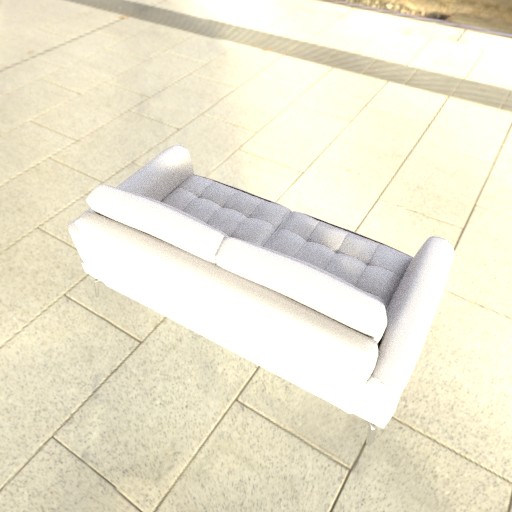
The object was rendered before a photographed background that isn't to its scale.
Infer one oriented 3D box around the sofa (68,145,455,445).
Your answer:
[{"bbox_3d":[0.000,0.000,2.782,2.177,0.930,1.121,23,51,20],"label":"sofa"}]
